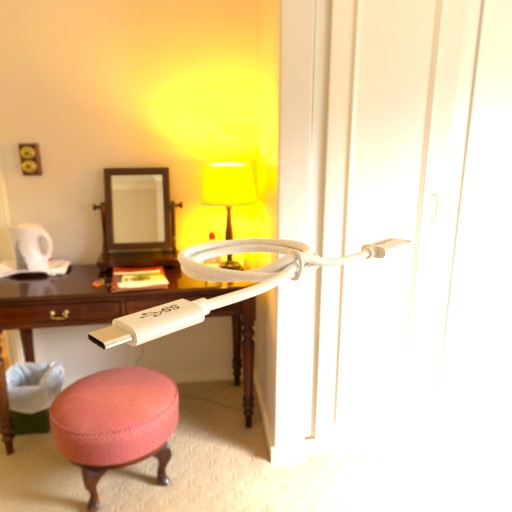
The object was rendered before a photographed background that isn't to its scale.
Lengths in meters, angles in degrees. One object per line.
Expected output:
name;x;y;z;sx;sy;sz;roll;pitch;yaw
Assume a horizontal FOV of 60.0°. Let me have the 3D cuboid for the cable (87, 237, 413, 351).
cable;0.000;0.000;0.208;0.070;0.014;0.186;14;20;42
